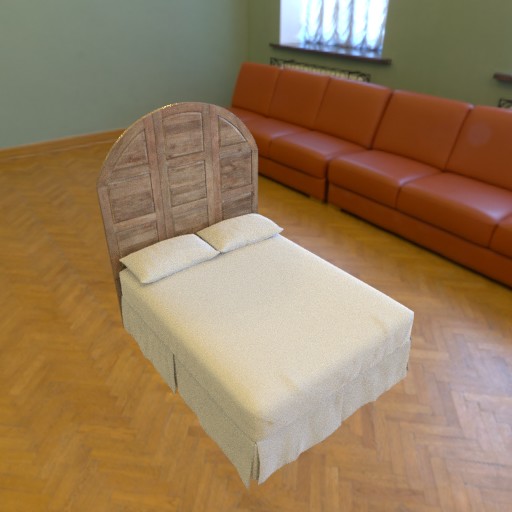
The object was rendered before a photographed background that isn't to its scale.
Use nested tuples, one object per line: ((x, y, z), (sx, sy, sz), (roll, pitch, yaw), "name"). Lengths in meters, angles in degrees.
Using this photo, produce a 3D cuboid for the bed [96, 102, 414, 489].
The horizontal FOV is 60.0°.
((0.000, 0.000, 3.501), (1.713, 2.002, 2.112), (-22, 37, -32), "bed")
